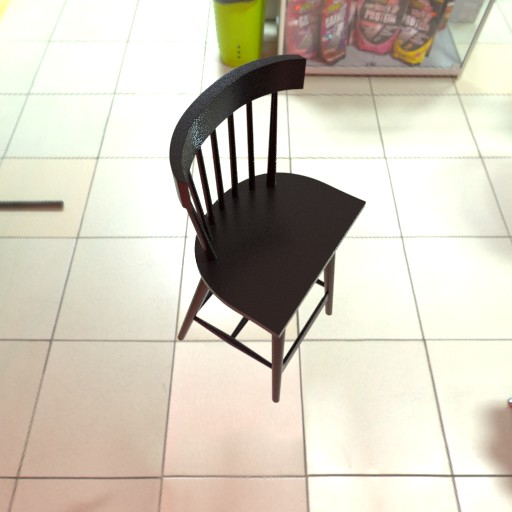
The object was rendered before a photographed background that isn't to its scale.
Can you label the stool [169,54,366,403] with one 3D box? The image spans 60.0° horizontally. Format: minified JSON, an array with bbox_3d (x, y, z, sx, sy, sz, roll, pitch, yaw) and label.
[{"bbox_3d":[0.000,0.000,1.367,0.483,1.092,0.482,29,63,16],"label":"stool"}]
